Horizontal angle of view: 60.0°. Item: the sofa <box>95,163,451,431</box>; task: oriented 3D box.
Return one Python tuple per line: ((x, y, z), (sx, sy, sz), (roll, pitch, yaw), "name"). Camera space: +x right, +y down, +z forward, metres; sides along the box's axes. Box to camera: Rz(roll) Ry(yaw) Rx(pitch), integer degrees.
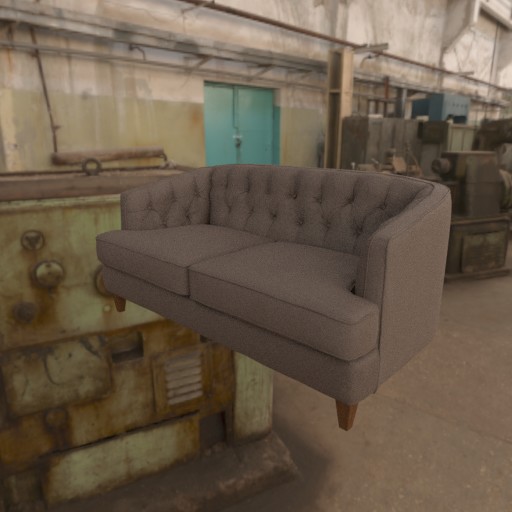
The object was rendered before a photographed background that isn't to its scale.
((0.000, 0.000, 2.283), (1.733, 0.855, 0.941), (15, 21, 42), "sofa")
